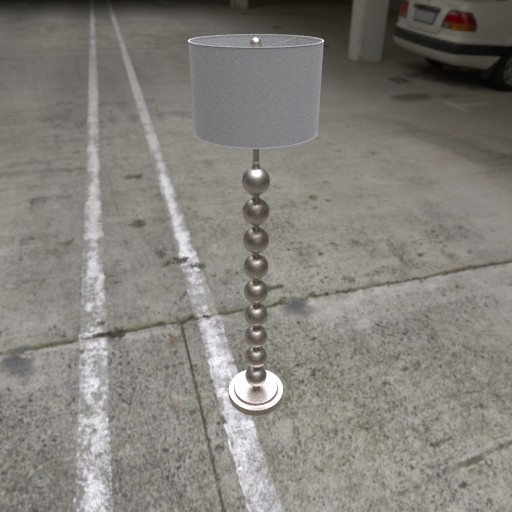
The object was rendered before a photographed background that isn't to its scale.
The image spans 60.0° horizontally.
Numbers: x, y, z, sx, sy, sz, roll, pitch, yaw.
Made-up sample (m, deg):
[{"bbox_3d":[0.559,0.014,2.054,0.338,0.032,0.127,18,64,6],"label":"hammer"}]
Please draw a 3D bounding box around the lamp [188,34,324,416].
[{"bbox_3d":[0.000,0.000,1.661,0.394,1.474,0.394,-9,32,-15],"label":"lamp"}]
